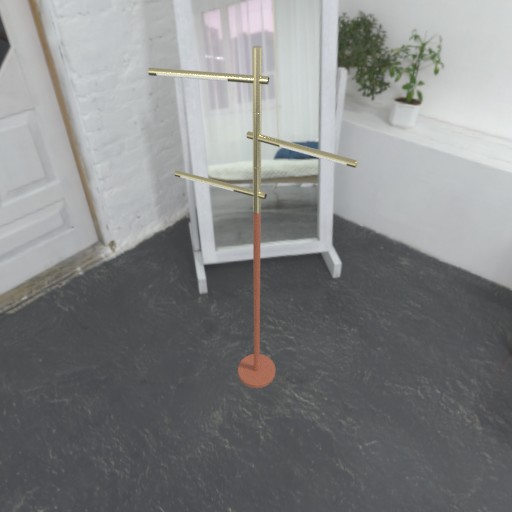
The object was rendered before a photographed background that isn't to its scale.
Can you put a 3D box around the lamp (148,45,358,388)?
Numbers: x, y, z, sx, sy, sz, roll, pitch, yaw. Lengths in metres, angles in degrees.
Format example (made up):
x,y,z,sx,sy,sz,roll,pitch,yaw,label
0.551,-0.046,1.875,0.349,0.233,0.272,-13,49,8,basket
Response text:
x,y,z,sx,sy,sz,roll,pitch,yaw,label
0.000,0.000,1.926,0.737,1.704,0.209,12,42,13,lamp
